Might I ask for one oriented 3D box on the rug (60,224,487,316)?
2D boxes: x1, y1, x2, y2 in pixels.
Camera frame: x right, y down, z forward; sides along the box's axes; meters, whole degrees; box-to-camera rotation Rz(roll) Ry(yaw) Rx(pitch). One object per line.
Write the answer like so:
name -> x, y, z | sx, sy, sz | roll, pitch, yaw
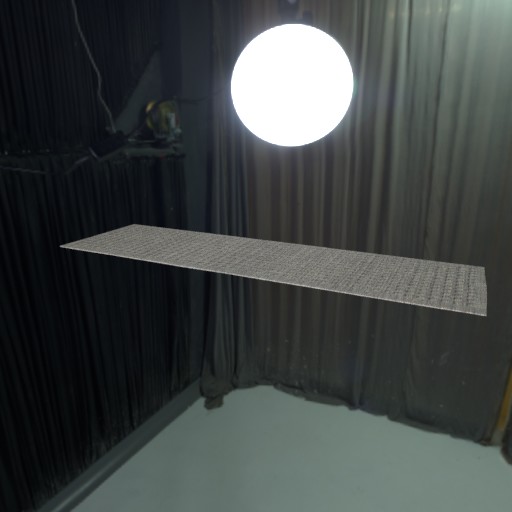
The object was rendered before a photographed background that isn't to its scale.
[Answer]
rug -> 0.000, 0.000, 2.624 | 2.443, 0.009, 0.706 | 8, 19, 25
